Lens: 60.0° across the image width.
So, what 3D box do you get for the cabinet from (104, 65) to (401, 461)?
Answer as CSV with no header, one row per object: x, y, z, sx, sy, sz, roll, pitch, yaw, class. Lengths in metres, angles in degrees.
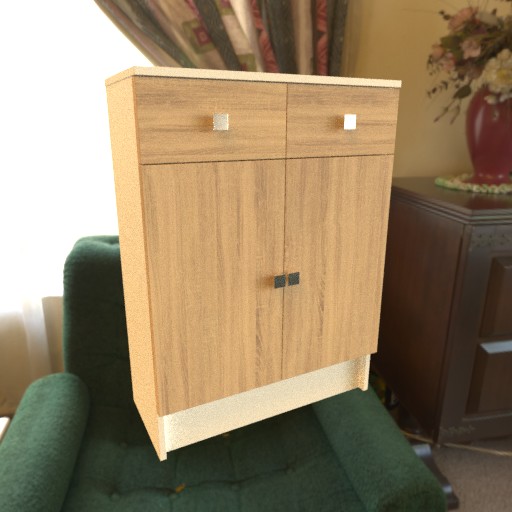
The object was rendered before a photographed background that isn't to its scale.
0.000,0.000,1.099,0.600,0.815,0.296,-9,19,-26,cabinet
